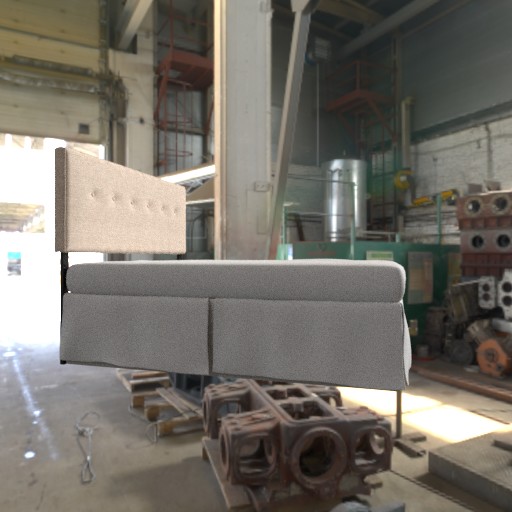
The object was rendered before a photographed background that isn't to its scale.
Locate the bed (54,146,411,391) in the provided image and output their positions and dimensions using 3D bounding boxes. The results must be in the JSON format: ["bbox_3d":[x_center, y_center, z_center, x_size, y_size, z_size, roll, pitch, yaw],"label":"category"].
[{"bbox_3d":[0.000,0.000,3.039,1.978,1.270,1.643,0,0,17],"label":"bed"}]
